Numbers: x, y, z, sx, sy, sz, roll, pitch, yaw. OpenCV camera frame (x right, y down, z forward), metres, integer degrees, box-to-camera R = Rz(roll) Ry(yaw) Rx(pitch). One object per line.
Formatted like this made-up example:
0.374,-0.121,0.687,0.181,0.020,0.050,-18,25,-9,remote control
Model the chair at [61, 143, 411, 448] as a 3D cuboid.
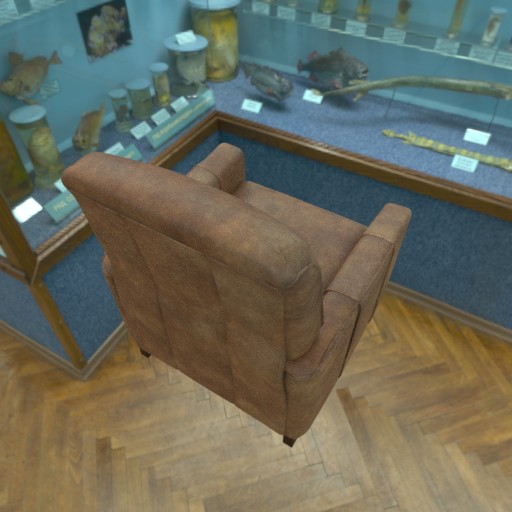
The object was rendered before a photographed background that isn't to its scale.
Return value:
0.000,0.000,1.579,0.843,1.043,0.836,25,51,21,chair
